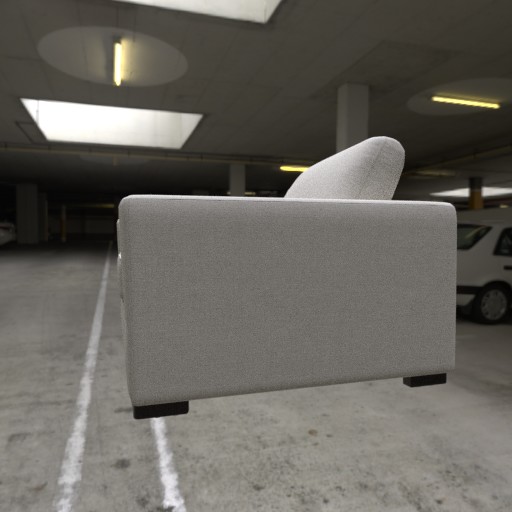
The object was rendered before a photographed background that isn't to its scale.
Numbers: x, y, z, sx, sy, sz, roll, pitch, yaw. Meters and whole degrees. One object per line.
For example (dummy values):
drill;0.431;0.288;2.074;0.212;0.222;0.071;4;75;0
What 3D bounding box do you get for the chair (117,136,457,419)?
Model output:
chair;0.000;0.000;1.840;1.100;0.876;1.070;-1;2;-18
